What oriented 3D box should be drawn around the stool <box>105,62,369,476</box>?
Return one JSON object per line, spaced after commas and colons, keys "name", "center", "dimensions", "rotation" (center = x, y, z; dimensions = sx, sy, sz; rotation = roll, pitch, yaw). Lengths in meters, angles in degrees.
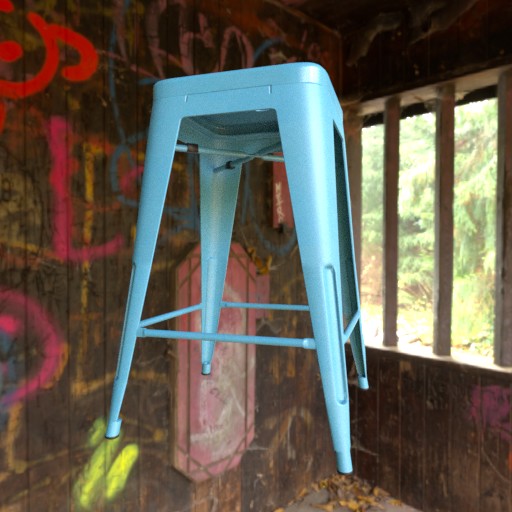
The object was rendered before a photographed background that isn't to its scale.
{"name": "stool", "center": [0.000, 0.000, 0.867], "dimensions": [0.410, 0.608, 0.410], "rotation": [0, 1, 18]}
